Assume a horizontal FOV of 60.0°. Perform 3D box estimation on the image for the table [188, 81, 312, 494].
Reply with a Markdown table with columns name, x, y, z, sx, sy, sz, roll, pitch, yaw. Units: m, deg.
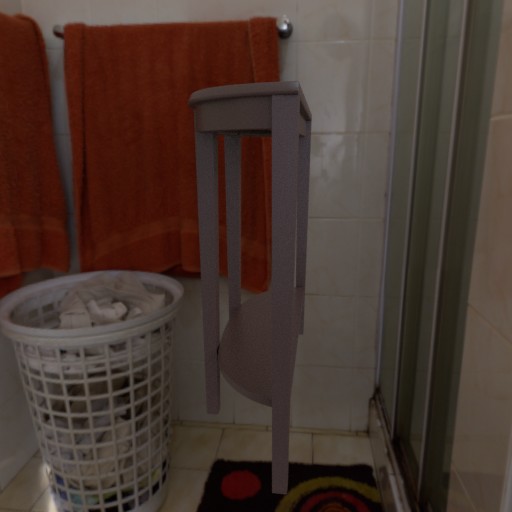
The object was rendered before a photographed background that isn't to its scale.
| name | x | y | z | sx | sy | sz | roll | pitch | yaw |
| --- | --- | --- | --- | --- | --- | --- | --- | --- | --- |
| table | 0.000 | 0.000 | 1.281 | 0.274 | 0.831 | 0.909 | 2 | 14 | 8 |
